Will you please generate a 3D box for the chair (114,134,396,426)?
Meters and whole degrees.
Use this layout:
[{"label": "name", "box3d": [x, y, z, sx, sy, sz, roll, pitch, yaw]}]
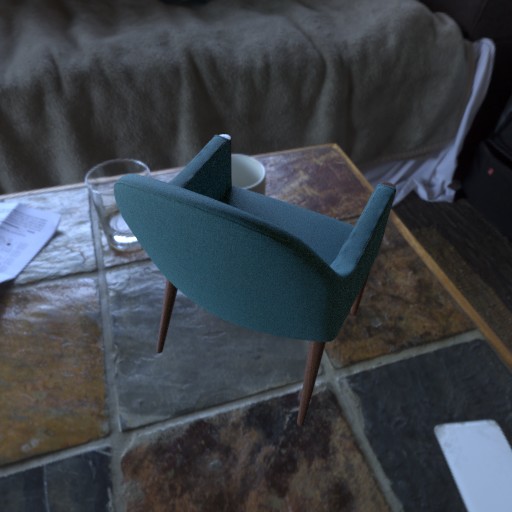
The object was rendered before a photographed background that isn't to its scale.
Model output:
[{"label": "chair", "box3d": [0.000, 0.000, 1.371, 0.656, 0.907, 0.652, 21, 50, 19]}]
